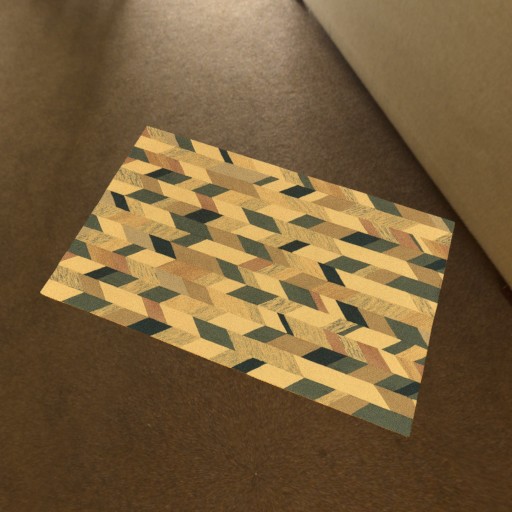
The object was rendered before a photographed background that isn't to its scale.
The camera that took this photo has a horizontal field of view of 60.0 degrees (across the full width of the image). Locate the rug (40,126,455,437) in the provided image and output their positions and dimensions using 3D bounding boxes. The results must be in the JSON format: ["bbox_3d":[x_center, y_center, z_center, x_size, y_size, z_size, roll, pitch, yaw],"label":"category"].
[{"bbox_3d":[0.000,0.000,2.990,2.423,0.008,1.513,19,65,9],"label":"rug"}]
